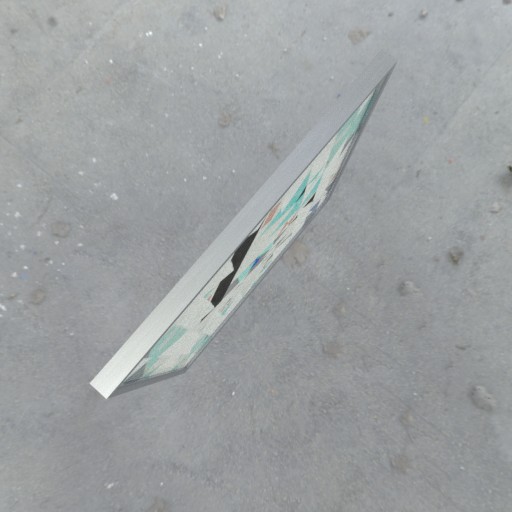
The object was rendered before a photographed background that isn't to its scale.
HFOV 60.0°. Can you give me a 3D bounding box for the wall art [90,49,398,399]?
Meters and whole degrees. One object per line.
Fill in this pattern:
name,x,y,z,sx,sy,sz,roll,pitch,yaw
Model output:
wall art,0.000,0.000,1.181,0.038,0.806,0.806,39,81,8
